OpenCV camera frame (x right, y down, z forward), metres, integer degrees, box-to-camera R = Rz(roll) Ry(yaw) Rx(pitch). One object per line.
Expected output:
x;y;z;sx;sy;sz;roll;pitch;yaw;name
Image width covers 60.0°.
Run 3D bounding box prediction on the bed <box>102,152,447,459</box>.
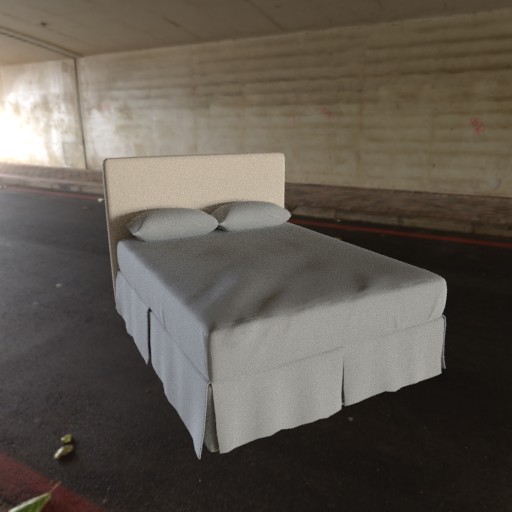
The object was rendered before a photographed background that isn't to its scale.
0.000;0.000;3.224;1.748;1.330;2.142;-9;19;-27;bed
